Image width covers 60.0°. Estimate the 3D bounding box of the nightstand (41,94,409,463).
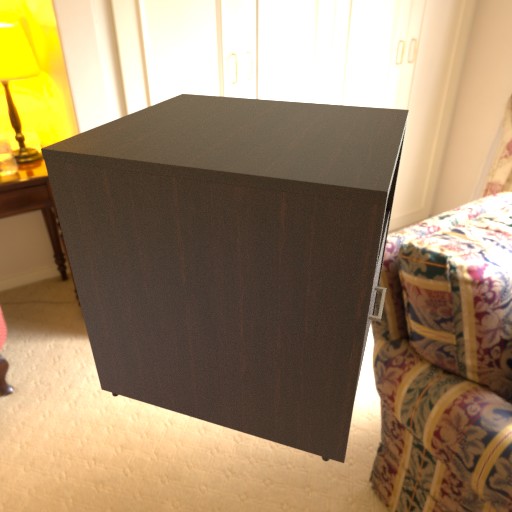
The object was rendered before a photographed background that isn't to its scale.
[{"bbox_3d":[0.000,0.000,0.797,0.461,0.460,0.400,10,32,17],"label":"nightstand"}]
